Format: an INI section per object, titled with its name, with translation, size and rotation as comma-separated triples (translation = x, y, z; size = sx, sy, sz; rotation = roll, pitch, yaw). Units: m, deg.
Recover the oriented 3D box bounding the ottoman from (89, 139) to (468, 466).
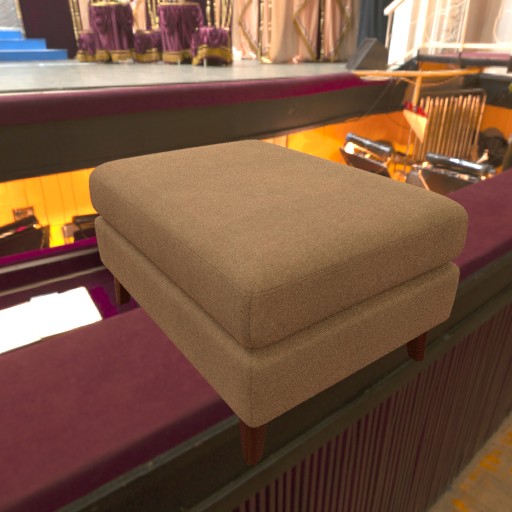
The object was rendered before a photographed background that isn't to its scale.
[ottoman]
translation = 0.000, 0.000, 1.189
size = 0.610, 0.478, 0.823
rotation = -18, 32, -31
